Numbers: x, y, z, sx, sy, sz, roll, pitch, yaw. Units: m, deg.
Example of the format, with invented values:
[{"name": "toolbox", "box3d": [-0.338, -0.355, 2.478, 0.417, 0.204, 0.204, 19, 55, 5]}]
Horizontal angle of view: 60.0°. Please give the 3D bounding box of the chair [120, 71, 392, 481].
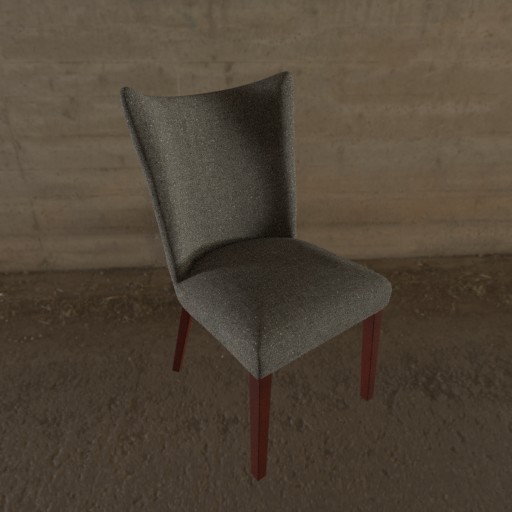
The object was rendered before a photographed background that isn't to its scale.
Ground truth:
[{"name": "chair", "box3d": [0.000, 0.000, 1.275, 0.535, 0.924, 0.623, -21, 35, -33]}]
